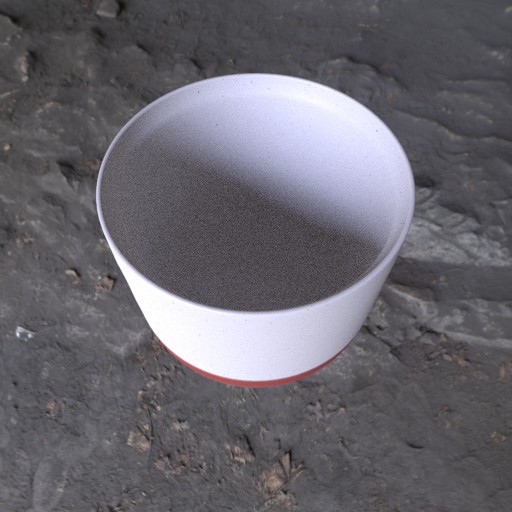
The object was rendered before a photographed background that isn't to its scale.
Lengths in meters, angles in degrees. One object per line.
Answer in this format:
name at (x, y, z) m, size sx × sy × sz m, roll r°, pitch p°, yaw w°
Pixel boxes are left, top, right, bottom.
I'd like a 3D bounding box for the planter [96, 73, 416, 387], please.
planter at (0.000, 0.000, 0.488) m, size 0.268 × 0.270 × 0.268 m, roll 0°, pitch 58°, yaw 0°
